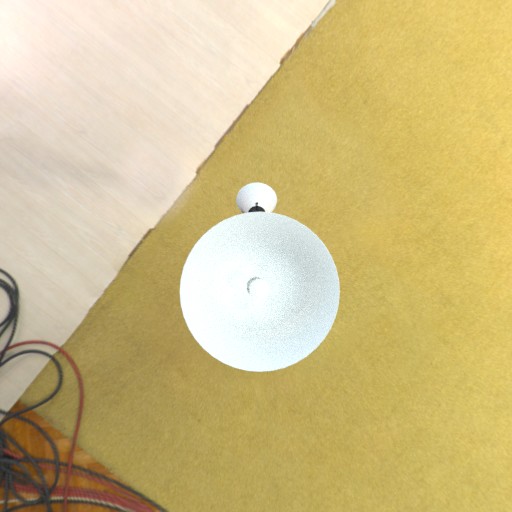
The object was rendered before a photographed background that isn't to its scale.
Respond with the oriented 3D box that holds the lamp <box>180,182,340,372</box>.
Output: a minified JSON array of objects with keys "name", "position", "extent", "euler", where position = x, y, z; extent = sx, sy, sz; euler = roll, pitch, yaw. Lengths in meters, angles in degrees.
[{"name":"lamp","position":[0.000,0.000,2.018],"extent":[0.405,1.793,0.588],"euler":[0,90,-1]}]
